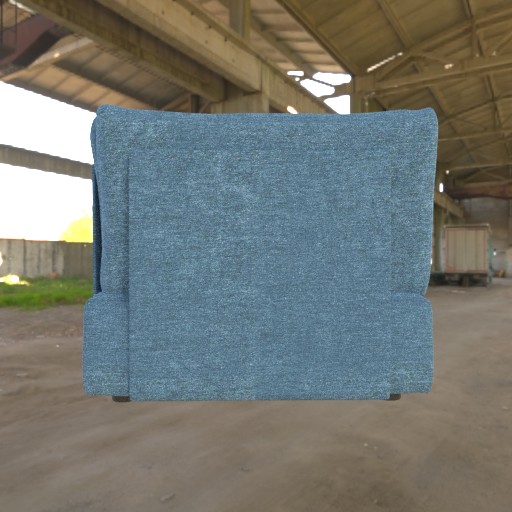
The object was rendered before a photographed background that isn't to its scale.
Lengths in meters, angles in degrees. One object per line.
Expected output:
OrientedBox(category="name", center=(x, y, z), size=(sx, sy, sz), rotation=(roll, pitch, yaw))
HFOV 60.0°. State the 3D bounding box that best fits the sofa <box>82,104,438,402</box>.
OrientedBox(category="sofa", center=(0.000, 0.000, 1.671), size=(1.000, 0.820, 1.000), rotation=(0, 0, -1))
